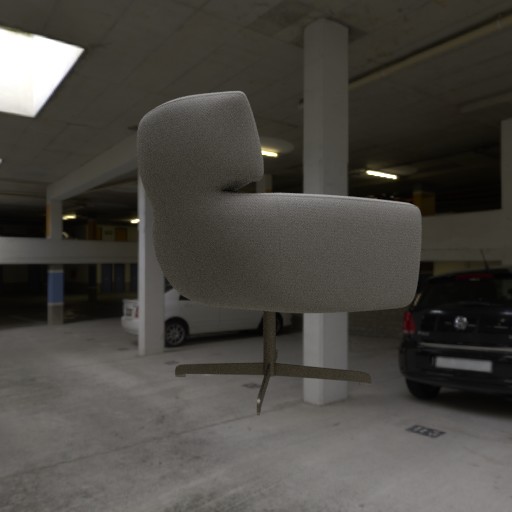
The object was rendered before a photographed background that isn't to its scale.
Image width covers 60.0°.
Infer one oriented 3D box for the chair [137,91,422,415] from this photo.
[{"bbox_3d":[0.000,0.000,1.408,0.730,0.810,0.760,0,-1,-37],"label":"chair"}]
